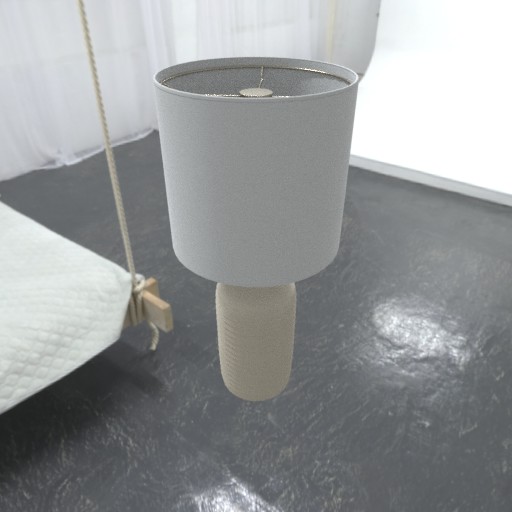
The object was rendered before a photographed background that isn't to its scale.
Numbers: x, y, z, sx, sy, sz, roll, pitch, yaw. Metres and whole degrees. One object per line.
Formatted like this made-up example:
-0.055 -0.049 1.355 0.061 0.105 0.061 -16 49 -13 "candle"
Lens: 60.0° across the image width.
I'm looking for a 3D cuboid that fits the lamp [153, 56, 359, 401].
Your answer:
0.000 0.000 0.613 0.220 0.475 0.220 11 34 16 "lamp"
